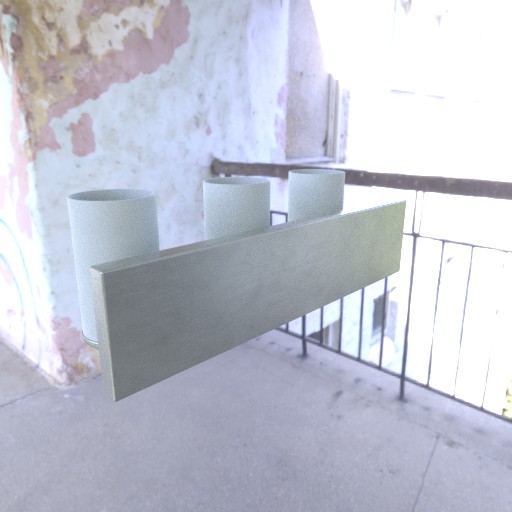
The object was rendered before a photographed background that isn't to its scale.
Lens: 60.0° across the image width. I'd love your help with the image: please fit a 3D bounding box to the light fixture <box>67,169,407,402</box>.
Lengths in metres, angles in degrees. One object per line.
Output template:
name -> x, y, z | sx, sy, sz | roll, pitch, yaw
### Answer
light fixture -> 0.000, 0.000, 0.524 | 0.145, 0.172, 0.451 | 15, 22, 42
